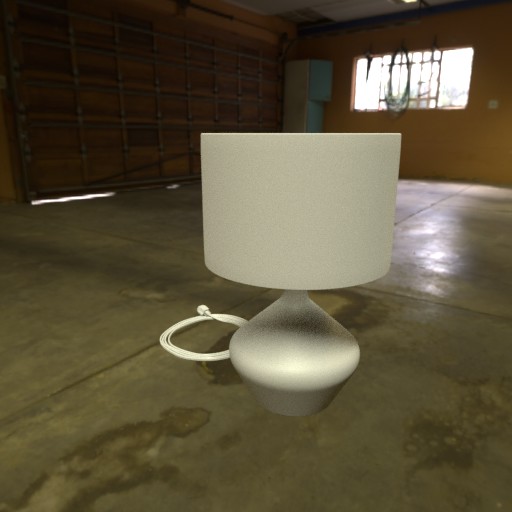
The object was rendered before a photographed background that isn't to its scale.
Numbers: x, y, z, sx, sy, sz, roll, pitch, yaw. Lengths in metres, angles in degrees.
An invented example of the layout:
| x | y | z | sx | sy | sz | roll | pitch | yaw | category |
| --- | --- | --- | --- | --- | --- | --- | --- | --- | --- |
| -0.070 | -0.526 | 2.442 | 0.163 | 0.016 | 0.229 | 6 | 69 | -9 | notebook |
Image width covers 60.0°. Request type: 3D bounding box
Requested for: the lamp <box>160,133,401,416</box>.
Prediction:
| x | y | z | sx | sy | sz | roll | pitch | yaw | category |
| --- | --- | --- | --- | --- | --- | --- | --- | --- | --- |
| 0.000 | 0.000 | 0.858 | 0.401 | 0.457 | 0.546 | -3 | 16 | -9 | lamp |
